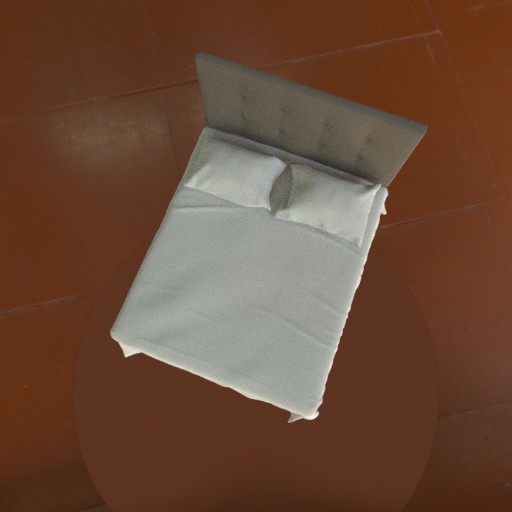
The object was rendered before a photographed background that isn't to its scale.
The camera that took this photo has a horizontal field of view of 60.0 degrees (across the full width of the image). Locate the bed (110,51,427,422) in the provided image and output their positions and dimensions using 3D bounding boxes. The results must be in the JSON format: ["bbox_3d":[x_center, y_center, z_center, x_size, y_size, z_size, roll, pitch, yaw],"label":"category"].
[{"bbox_3d":[0.000,0.000,3.455,1.936,1.577,2.222,20,76,5],"label":"bed"}]
